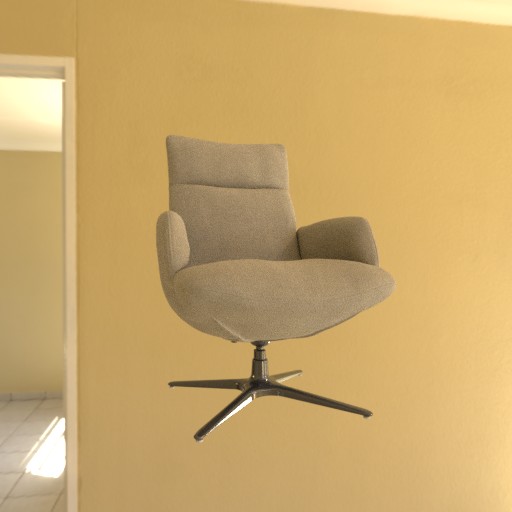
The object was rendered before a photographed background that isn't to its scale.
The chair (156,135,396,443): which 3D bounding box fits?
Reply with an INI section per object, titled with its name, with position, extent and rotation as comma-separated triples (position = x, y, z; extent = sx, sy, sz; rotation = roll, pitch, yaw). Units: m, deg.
[chair]
position = 0.000, 0.000, 1.590
extent = 0.711, 1.016, 0.889
rotation = 0, 0, -19
